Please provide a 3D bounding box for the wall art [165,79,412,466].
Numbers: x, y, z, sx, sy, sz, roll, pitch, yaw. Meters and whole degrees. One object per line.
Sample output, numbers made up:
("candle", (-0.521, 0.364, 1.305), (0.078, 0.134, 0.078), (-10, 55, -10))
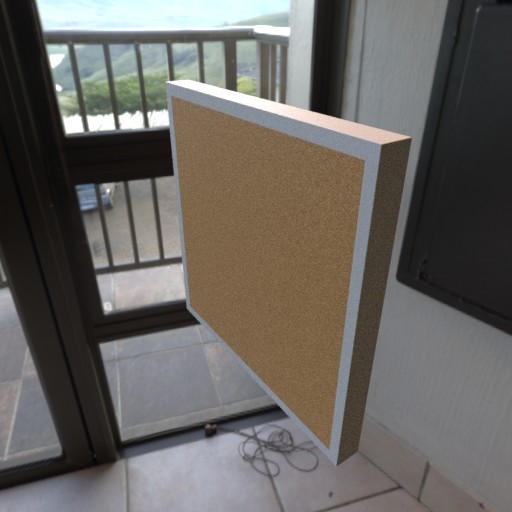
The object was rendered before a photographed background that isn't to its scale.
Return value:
("wall art", (0.000, 0.000, 0.609), (0.038, 0.406, 0.406), (-19, 35, -30))
